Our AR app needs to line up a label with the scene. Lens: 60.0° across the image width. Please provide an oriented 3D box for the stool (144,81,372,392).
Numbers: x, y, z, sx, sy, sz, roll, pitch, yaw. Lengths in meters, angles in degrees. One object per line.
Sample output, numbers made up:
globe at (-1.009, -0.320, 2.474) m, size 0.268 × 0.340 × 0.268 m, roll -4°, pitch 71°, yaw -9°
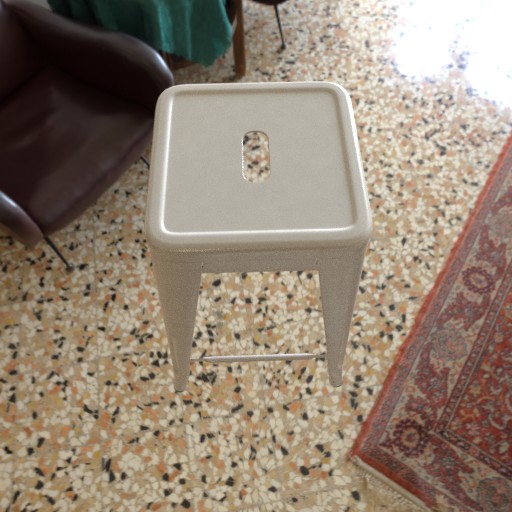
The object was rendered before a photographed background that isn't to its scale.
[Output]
stool at (0.000, 0.000, 0.883) m, size 0.406 × 0.610 × 0.406 m, roll -2°, pitch 63°, yaw -1°
